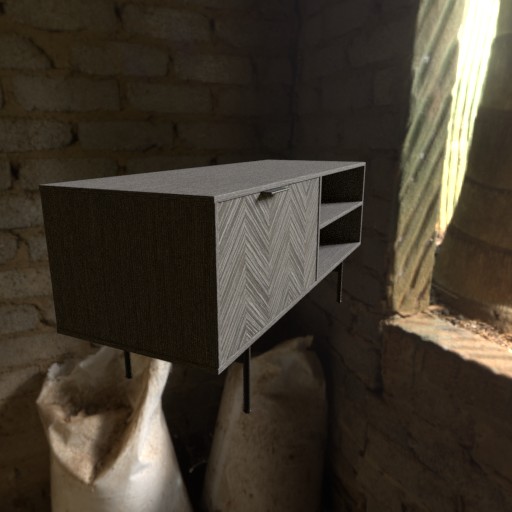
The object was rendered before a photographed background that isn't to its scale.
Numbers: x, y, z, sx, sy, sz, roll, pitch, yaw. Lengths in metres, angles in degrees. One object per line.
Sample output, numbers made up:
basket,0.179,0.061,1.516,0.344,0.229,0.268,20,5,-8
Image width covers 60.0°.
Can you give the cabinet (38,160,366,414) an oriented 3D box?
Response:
cabinet,0.000,0.000,1.571,0.500,0.599,1.300,7,17,25
